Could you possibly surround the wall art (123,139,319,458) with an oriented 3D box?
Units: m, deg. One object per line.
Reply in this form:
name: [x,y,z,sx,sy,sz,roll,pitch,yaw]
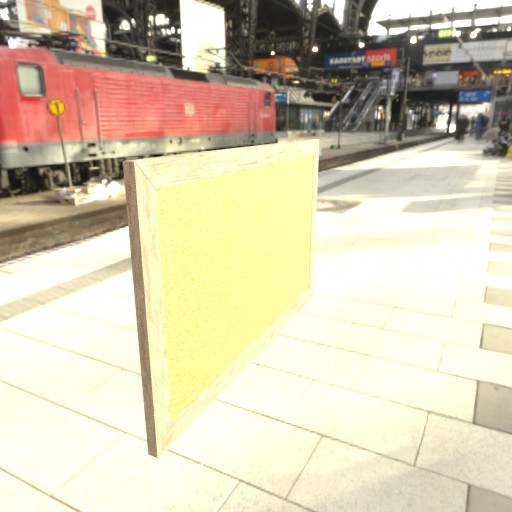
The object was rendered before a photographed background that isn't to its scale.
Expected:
wall art: [0.000,0.000,0.998,0.021,0.480,0.780,8,19,25]
